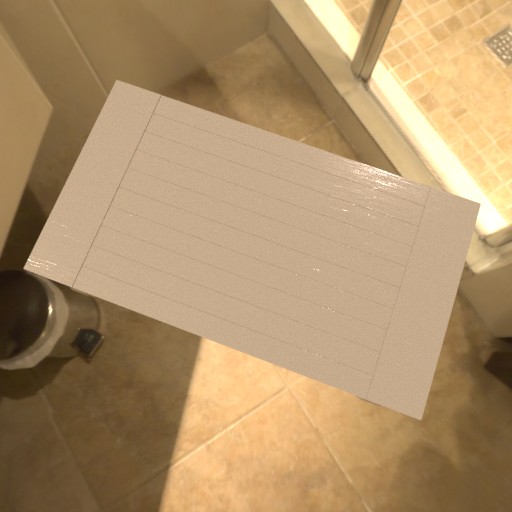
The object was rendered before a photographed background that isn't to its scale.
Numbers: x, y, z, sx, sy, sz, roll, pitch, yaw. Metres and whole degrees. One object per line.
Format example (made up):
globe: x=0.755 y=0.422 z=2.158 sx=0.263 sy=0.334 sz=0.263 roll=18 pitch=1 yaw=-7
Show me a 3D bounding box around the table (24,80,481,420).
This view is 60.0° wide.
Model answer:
table: x=0.000 y=0.000 z=1.403 sx=1.062 sy=0.495 sz=0.600 roll=20 pitch=78 yaw=4
